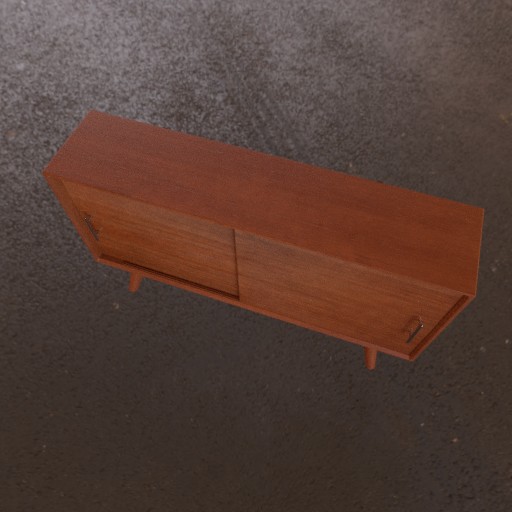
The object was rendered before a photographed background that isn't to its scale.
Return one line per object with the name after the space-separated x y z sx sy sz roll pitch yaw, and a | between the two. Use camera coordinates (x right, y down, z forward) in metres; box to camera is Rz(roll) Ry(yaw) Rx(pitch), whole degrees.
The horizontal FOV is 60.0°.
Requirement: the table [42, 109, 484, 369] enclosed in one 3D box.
0.000 0.000 1.540 1.220 0.698 0.308 16 60 10 | table
